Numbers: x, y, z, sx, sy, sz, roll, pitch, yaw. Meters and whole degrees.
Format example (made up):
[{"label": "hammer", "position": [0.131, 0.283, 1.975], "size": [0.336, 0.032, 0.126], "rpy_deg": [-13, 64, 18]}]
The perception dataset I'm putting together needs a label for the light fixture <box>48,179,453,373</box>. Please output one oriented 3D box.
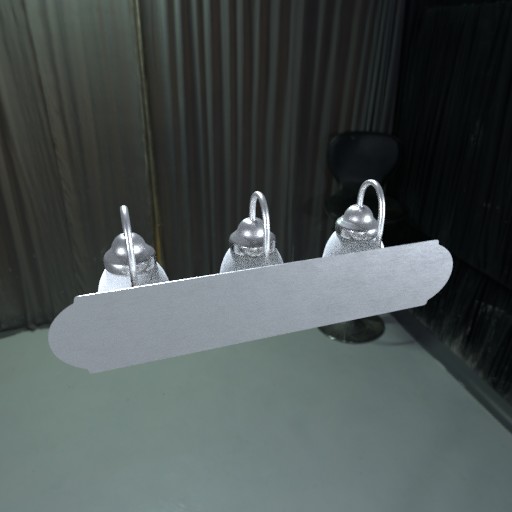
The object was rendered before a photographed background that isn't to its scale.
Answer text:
[{"label": "light fixture", "position": [0.000, 0.000, 0.710], "size": [0.610, 0.222, 0.199], "rpy_deg": [-8, 27, -17]}]
